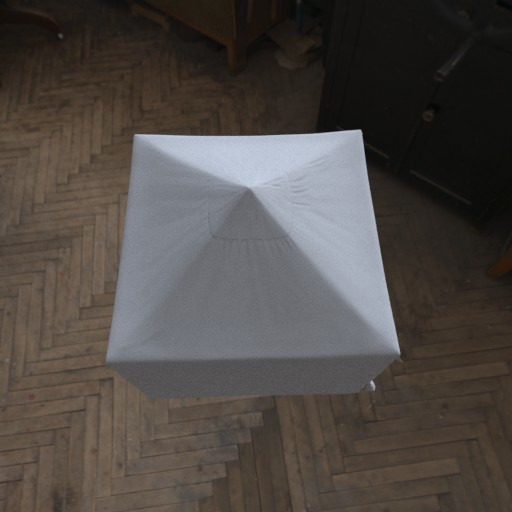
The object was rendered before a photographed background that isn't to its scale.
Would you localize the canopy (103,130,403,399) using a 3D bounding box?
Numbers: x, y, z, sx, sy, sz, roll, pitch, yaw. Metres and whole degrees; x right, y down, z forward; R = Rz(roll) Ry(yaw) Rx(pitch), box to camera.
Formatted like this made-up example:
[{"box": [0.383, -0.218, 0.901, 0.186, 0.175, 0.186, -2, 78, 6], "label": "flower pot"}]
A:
[{"box": [0.000, 0.000, 5.607, 3.121, 2.997, 3.043, -1, 63, -1], "label": "canopy"}]
